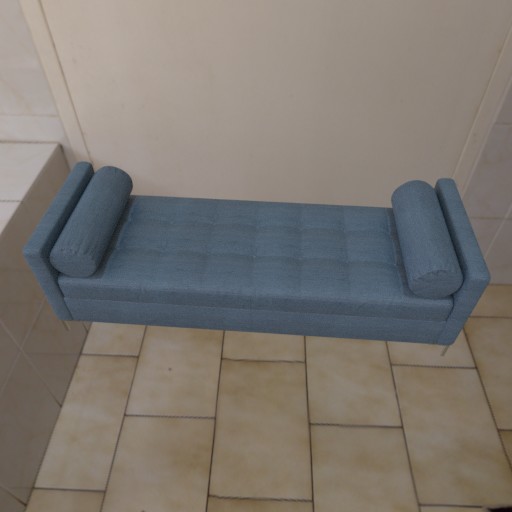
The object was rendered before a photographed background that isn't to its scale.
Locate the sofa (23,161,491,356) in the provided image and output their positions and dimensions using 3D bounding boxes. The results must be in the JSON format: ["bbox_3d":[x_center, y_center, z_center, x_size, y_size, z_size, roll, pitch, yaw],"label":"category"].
[{"bbox_3d":[0.000,0.000,2.300,1.981,0.635,0.686,3,46,3],"label":"sofa"}]
